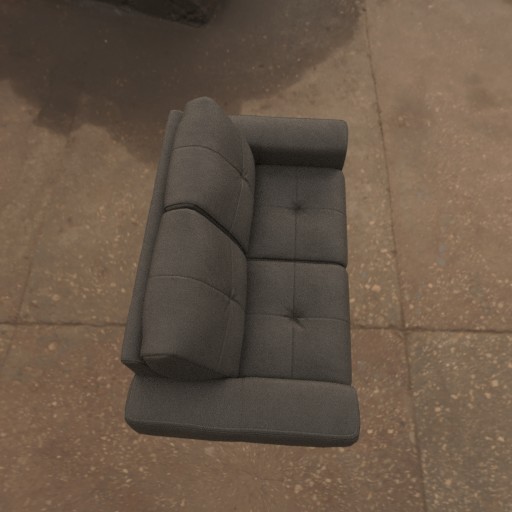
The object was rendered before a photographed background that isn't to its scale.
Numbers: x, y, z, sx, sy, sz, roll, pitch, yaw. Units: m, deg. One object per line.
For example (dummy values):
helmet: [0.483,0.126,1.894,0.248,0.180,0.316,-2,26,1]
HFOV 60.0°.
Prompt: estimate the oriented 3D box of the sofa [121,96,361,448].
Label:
sofa: [0.000,0.000,2.321,1.018,0.907,1.806,3,63,2]
